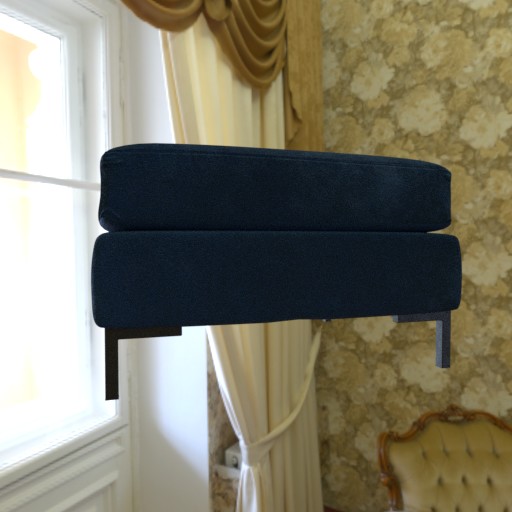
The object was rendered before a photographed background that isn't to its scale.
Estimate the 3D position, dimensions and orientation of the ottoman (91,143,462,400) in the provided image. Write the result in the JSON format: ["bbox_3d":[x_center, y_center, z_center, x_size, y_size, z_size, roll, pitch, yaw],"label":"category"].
[{"bbox_3d":[0.000,0.000,1.175,0.794,0.485,0.655,-1,2,-16],"label":"ottoman"}]
